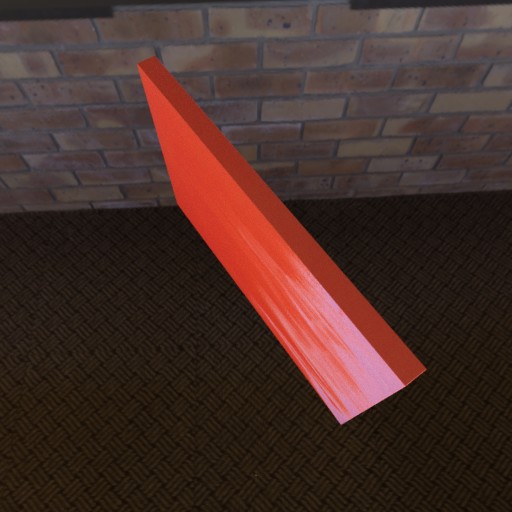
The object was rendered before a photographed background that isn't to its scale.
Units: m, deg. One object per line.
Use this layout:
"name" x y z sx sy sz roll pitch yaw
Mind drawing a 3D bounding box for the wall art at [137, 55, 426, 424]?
"wall art" 0.000 0.000 0.775 0.033 0.405 0.607 -32 68 -15
